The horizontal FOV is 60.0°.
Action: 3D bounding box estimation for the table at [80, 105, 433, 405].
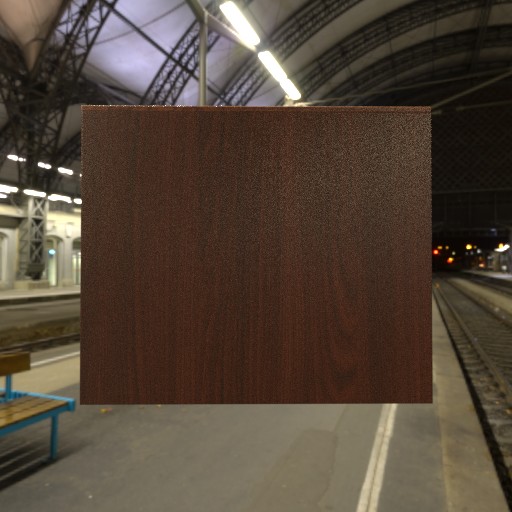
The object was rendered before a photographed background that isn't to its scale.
[{"bbox_3d":[0.000,0.000,1.361,0.930,0.790,0.380,0,-1,-1],"label":"table"}]
